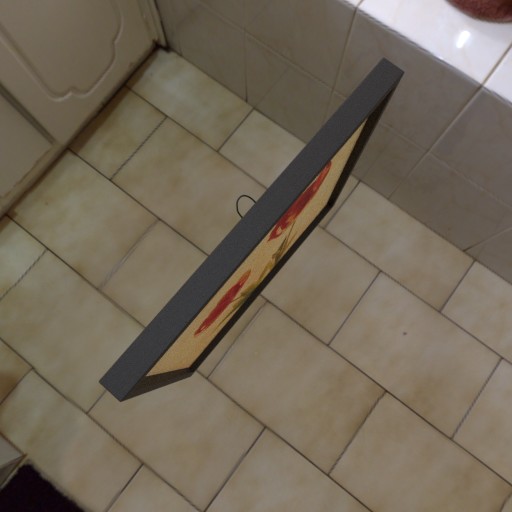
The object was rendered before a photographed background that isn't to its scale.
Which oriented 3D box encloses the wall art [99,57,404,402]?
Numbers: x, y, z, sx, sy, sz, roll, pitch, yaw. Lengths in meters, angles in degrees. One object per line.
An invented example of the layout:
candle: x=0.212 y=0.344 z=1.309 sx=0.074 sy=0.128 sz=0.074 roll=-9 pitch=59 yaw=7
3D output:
wall art: x=0.000 y=0.000 z=0.520 sx=0.038 sy=0.349 sz=0.349 roll=39 pitch=80 yaw=8
